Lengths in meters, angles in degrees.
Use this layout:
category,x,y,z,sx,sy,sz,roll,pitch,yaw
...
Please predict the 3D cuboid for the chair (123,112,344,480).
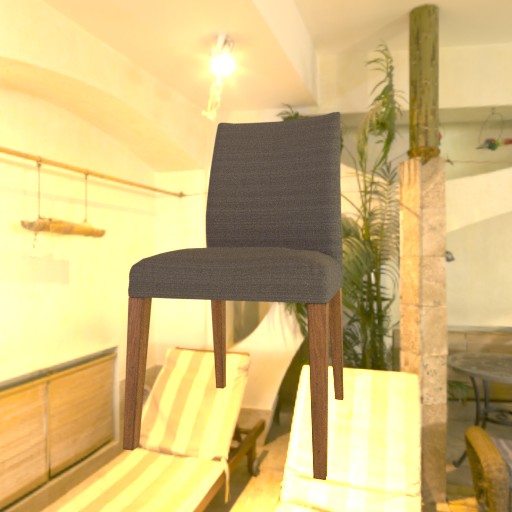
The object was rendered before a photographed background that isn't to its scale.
category,x,y,z,sx,sy,sz,roll,pitch,yaw
chair,0.000,0.000,1.283,0.496,0.940,0.585,0,0,18
